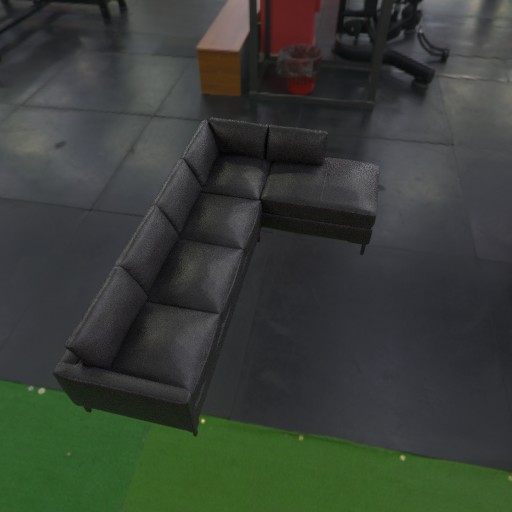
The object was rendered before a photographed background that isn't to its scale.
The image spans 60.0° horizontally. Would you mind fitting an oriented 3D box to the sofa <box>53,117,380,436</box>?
[{"bbox_3d":[0.000,0.000,3.763,1.938,0.877,2.984,10,47,9],"label":"sofa"}]
